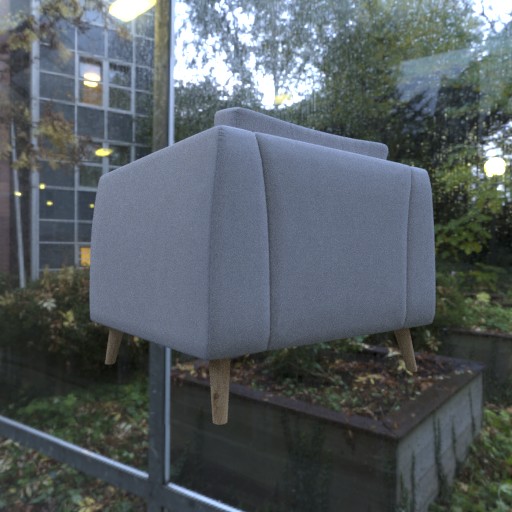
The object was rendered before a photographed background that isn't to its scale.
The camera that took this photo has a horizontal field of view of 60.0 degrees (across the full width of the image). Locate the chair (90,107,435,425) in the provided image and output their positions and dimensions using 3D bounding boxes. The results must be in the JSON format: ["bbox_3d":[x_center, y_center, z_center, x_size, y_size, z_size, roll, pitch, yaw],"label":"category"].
[{"bbox_3d":[0.000,0.000,1.719,1.000,0.860,0.930,0,0,-38],"label":"chair"}]
